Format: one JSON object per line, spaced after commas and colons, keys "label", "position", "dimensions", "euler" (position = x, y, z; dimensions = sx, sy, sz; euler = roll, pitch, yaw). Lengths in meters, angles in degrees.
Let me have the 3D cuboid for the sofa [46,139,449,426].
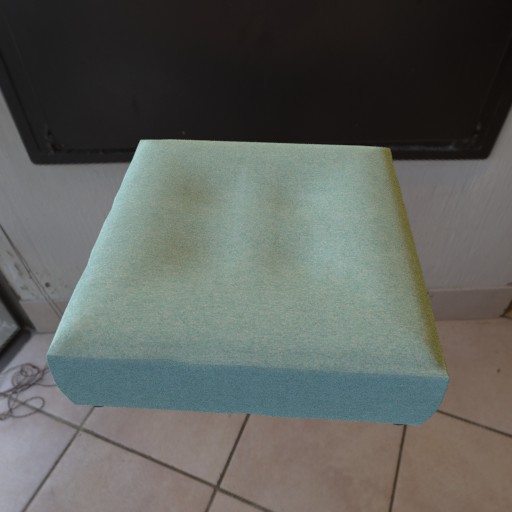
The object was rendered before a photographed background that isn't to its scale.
{"label": "sofa", "position": [0.000, 0.000, 1.391], "dimensions": [0.930, 0.330, 0.930], "euler": [3, 47, 2]}
